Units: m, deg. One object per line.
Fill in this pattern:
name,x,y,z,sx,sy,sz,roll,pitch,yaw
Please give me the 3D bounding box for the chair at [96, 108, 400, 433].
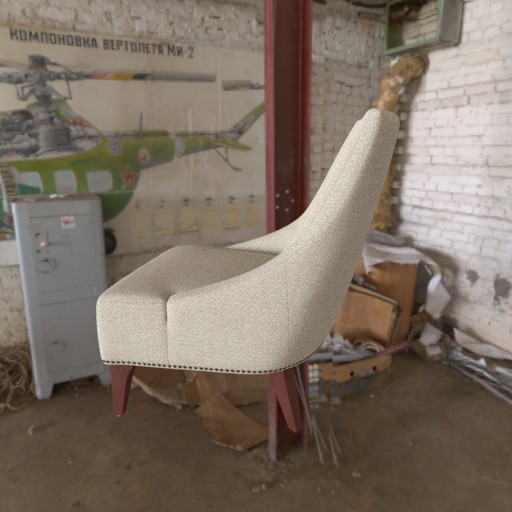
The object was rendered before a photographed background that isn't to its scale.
chair,0.000,0.000,1.508,0.861,0.909,0.701,2,14,9
